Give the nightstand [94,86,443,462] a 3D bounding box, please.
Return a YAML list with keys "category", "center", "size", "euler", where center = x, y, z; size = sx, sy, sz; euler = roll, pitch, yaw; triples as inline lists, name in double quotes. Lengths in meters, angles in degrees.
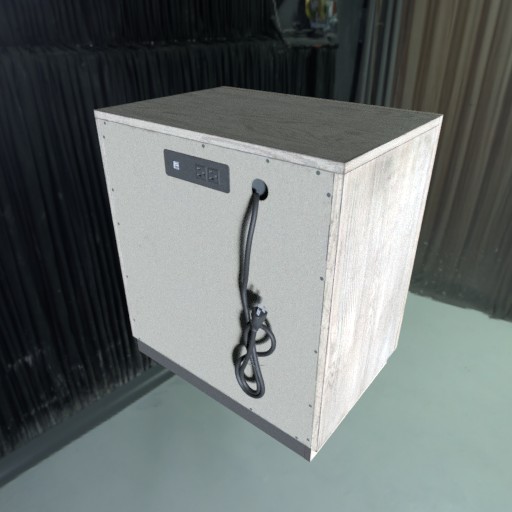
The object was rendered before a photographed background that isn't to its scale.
- category: "nightstand"
  center: [0.000, 0.000, 1.081]
  size: [0.612, 0.673, 0.483]
  euler: [21, 36, 33]
